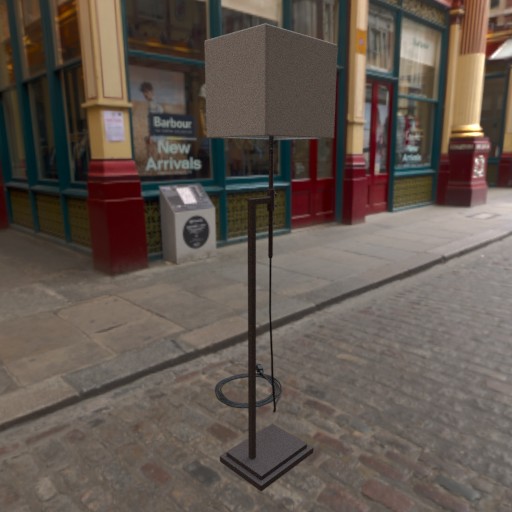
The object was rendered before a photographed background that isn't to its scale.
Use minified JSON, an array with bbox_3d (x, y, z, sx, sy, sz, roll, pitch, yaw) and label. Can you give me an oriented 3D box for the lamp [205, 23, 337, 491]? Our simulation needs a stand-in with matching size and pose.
[{"bbox_3d":[0.000,0.000,1.952,0.774,1.600,0.698,12,18,44],"label":"lamp"}]
